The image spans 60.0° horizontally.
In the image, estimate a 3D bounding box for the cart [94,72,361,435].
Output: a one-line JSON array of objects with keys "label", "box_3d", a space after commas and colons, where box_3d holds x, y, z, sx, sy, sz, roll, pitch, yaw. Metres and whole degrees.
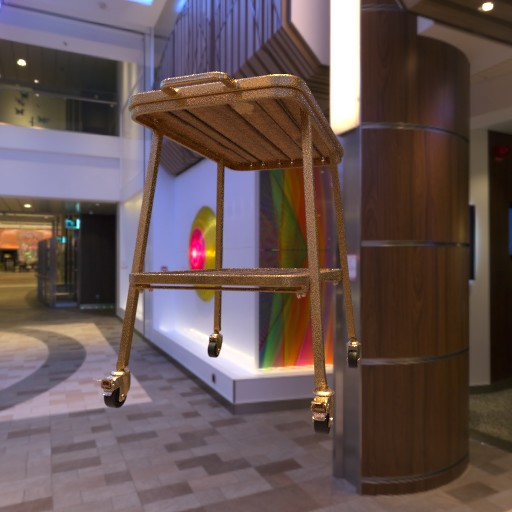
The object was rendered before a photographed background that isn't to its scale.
[{"label": "cart", "box_3d": [0.000, 0.000, 1.234, 0.524, 0.700, 0.806, 0, 0, 19]}]
